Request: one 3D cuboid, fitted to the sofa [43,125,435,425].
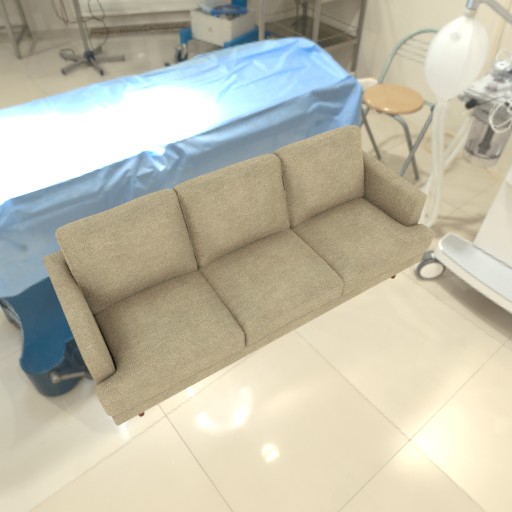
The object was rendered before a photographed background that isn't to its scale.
[{"bbox_3d":[0.000,0.000,2.724,2.246,0.930,0.903,-24,51,-22],"label":"sofa"}]
